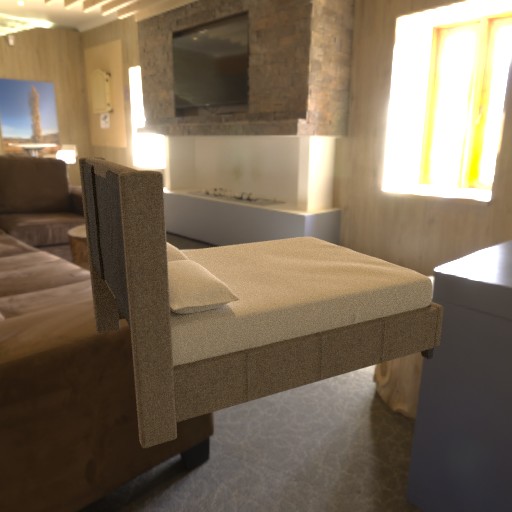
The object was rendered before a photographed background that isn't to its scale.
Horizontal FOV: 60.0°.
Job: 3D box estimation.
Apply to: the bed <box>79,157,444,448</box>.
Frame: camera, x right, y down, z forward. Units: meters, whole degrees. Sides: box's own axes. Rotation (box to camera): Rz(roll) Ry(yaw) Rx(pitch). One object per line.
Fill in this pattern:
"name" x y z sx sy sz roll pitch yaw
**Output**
"bed" 0.000 0.000 3.410 2.245 1.476 1.714 -8 17 -26
